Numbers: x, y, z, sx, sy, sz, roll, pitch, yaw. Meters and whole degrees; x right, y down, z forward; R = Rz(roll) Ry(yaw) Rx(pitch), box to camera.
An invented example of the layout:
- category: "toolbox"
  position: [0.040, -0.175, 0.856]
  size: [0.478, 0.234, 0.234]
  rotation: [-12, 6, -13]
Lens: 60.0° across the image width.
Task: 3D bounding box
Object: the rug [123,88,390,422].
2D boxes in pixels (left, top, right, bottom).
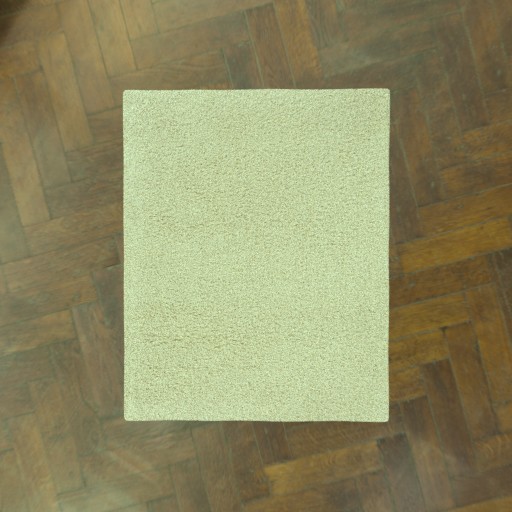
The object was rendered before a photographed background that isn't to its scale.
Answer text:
- category: "rug"
  position: [0.000, 0.000, 4.070]
  size: [2.438, 0.029, 3.047]
  rotation: [0, 91, 1]
